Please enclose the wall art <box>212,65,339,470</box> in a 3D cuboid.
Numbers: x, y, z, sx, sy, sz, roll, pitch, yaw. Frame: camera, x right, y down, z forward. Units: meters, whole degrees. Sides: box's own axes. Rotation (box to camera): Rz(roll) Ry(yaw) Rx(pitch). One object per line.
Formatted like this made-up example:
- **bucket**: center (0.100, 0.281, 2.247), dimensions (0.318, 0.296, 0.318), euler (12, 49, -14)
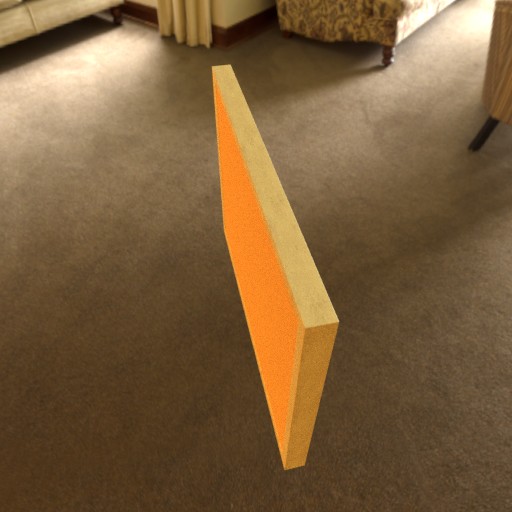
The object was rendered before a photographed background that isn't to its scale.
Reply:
- **wall art**: center (0.000, 0.000, 0.706), dimensions (0.032, 0.380, 0.532), euler (-9, 48, -9)
